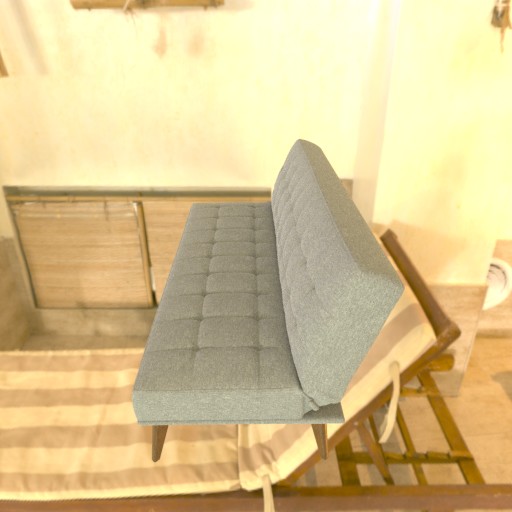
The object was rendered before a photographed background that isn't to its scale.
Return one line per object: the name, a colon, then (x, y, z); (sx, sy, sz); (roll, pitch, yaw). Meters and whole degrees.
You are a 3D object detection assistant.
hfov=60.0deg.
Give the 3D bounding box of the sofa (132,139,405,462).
sofa: (0.000, 0.000, 2.236); (0.860, 0.810, 1.800); (0, 27, -1)
